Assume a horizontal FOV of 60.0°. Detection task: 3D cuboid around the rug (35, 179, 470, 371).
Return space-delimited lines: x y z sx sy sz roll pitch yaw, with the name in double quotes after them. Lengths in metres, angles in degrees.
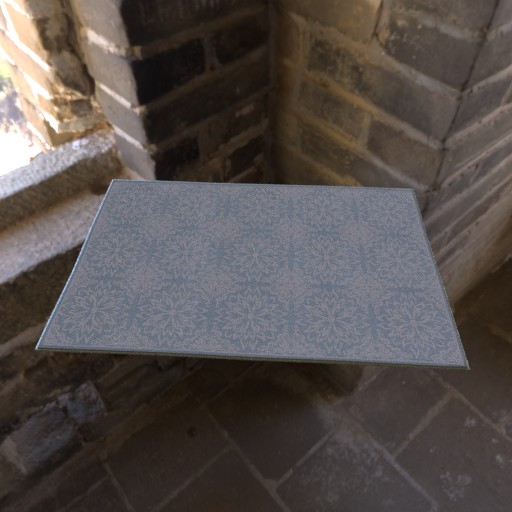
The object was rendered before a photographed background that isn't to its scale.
0.000 0.000 3.420 2.746 0.018 1.819 2 46 2 "rug"
